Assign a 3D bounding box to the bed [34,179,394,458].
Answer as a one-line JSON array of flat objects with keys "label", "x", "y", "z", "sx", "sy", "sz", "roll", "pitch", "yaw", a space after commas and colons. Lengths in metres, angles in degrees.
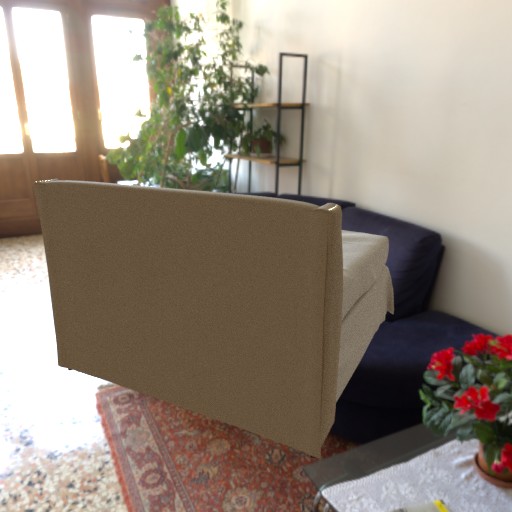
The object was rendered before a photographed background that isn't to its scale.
[{"label": "bed", "x": 0.000, "y": 0.000, "z": 3.417, "sx": 1.925, "sy": 1.332, "sz": 2.276, "roll": 9, "pitch": 19, "yaw": 26}]
